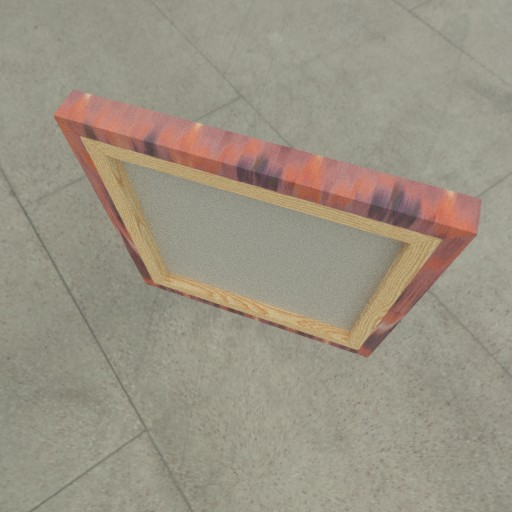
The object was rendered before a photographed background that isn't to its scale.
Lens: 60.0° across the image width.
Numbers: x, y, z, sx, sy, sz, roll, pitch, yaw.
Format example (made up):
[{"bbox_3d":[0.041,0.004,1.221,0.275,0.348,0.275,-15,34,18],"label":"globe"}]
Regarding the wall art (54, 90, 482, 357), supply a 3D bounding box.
[{"bbox_3d":[0.000,0.000,0.587,0.403,0.406,0.038,17,64,9],"label":"wall art"}]
